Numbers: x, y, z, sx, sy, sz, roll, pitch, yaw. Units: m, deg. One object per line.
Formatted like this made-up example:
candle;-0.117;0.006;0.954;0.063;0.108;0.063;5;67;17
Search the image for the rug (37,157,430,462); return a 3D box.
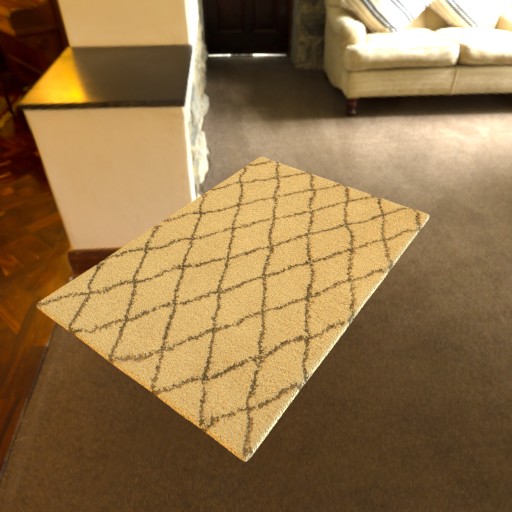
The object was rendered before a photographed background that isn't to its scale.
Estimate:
rug;0.000;0.000;2.314;1.219;0.030;1.778;25;46;27
